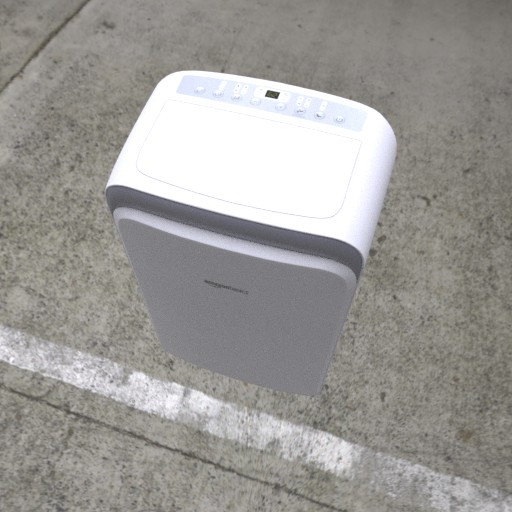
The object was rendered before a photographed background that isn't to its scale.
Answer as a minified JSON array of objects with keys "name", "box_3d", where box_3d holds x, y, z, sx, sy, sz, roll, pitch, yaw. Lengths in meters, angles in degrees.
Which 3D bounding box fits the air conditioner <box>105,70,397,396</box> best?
[{"name":"air conditioner","box_3d":[0.000,0.000,0.951,0.454,0.700,0.365,15,59,9]}]
